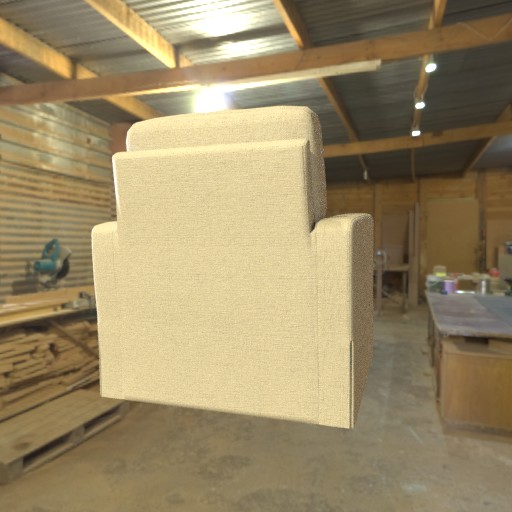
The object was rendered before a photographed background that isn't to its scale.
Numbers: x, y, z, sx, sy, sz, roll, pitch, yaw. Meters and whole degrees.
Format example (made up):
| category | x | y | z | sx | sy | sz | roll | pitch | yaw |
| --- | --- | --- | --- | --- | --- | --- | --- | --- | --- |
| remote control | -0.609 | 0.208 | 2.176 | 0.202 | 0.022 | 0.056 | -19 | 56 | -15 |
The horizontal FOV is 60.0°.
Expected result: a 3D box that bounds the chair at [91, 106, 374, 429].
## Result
| category | x | y | z | sx | sy | sz | roll | pitch | yaw |
| --- | --- | --- | --- | --- | --- | --- | --- | --- | --- |
| chair | 0.000 | 0.000 | 1.547 | 0.755 | 0.827 | 0.888 | 1 | 2 | 18 |
